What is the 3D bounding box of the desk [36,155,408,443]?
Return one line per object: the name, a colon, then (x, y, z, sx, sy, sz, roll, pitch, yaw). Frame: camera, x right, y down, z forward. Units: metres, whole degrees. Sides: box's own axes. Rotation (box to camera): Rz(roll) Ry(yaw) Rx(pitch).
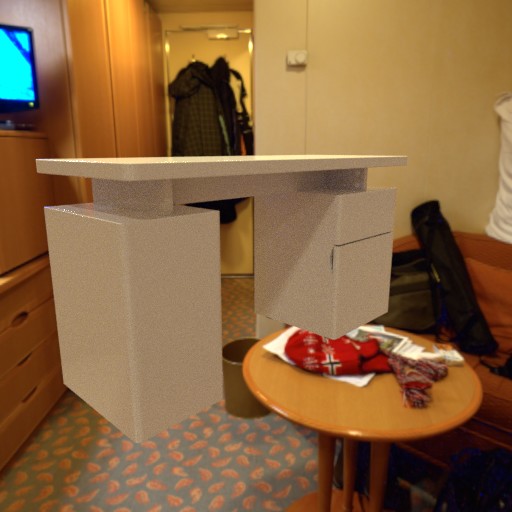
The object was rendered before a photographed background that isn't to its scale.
desk: (0.000, 0.000, 1.753, 0.550, 0.762, 1.400, 13, 19, 42)
